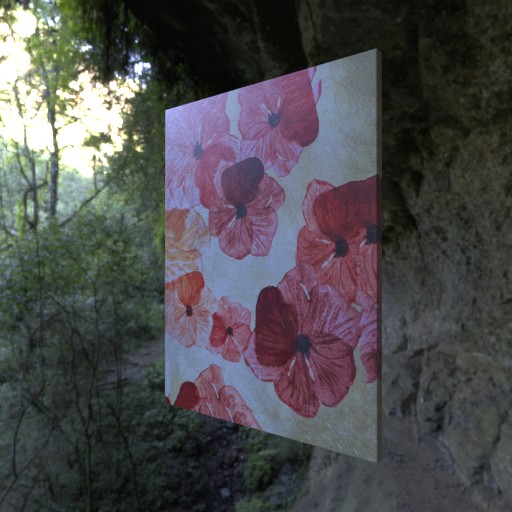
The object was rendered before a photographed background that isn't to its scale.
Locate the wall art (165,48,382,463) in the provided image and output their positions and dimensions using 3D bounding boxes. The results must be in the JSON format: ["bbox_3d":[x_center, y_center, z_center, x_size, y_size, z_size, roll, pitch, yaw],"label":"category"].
[{"bbox_3d":[0.000,0.000,1.321,0.762,1.015,0.031,0,0,37],"label":"wall art"}]
